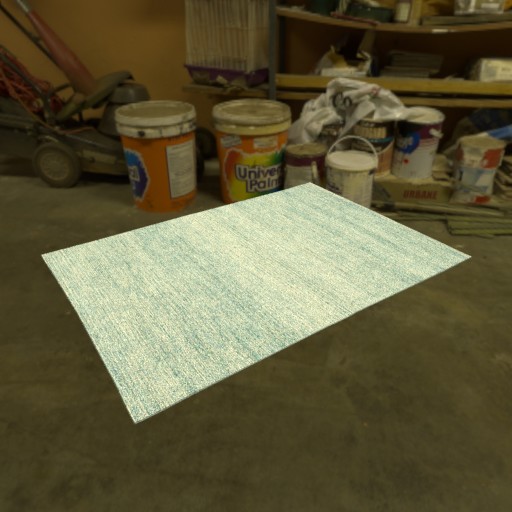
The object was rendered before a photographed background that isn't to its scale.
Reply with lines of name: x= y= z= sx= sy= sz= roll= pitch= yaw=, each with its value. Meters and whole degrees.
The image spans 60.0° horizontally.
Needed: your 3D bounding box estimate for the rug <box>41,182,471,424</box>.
rug: x=0.000 y=0.000 z=2.885 sx=2.306 sy=0.030 sz=1.613 roll=-19 pitch=35 yaw=-29
